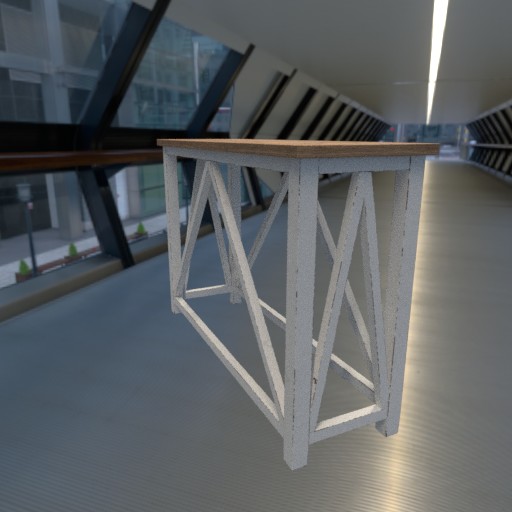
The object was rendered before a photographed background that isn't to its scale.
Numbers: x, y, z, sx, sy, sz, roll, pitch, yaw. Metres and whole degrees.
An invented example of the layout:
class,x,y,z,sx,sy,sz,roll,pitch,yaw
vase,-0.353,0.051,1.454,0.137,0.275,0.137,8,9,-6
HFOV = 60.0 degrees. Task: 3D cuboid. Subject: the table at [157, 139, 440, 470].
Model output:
class,x,y,z,sx,sy,sz,roll,pitch,yaw
table,0.000,0.000,1.850,0.450,0.930,1.400,-7,17,-24
